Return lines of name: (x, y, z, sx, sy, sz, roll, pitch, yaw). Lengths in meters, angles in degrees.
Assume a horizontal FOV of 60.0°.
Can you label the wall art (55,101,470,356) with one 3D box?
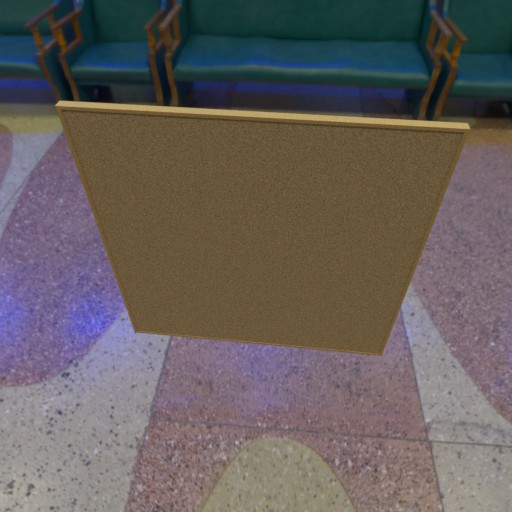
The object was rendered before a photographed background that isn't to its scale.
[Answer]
wall art: (0.000, 0.000, 0.654, 0.457, 0.455, 0.013, 5, 47, 4)
